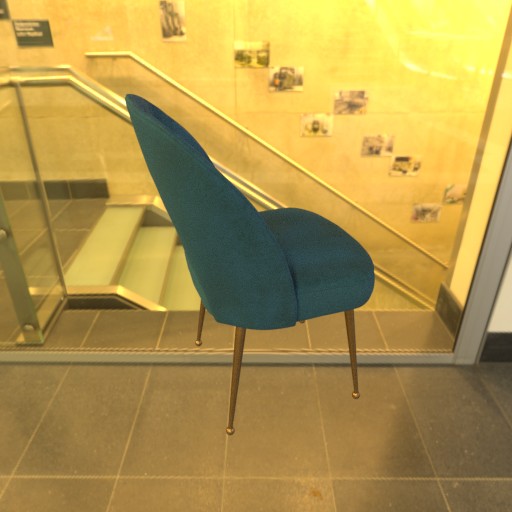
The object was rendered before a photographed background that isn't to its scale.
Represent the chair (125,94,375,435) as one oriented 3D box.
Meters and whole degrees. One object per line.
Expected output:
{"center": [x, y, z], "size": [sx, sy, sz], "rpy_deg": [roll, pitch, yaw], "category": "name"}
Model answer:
{"center": [0.000, 0.000, 1.219], "size": [0.577, 0.860, 0.527], "rpy_deg": [-10, 30, -17], "category": "chair"}
